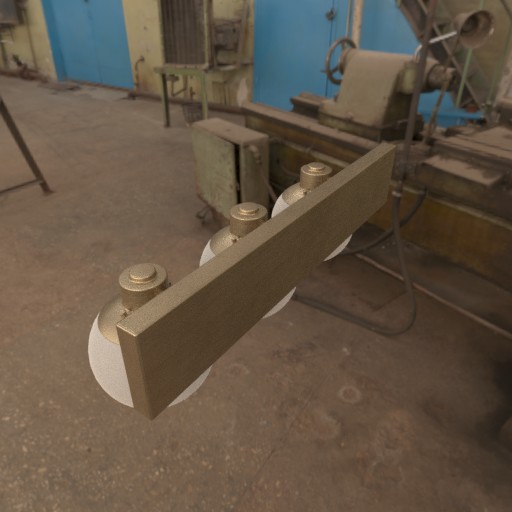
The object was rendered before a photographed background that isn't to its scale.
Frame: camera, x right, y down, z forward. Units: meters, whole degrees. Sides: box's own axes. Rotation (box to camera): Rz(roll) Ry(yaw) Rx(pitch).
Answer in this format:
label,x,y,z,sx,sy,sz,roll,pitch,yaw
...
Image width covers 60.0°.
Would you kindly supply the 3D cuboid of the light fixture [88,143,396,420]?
label,x,y,z,sx,sy,sz,roll,pitch,yaw
light fixture,0.000,0.000,0.809,0.218,0.263,0.721,21,38,29
